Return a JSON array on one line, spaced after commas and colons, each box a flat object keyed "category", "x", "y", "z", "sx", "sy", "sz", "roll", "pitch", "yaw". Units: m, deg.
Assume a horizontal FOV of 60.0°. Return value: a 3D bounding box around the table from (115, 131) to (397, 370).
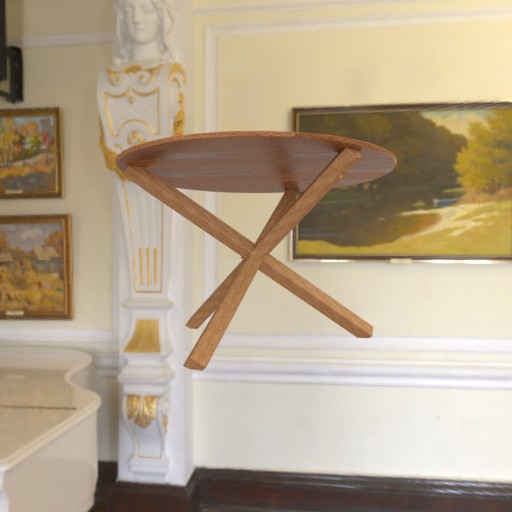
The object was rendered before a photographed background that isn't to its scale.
[{"category": "table", "x": 0.000, "y": 0.000, "z": 1.710, "sx": 1.038, "sy": 0.666, "sz": 1.038, "roll": 0, "pitch": -1, "yaw": 0}]
